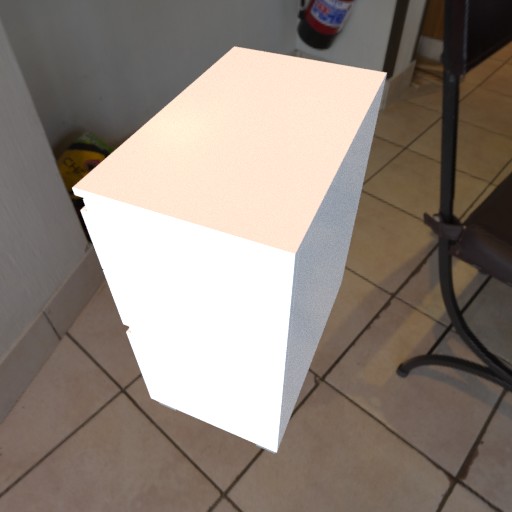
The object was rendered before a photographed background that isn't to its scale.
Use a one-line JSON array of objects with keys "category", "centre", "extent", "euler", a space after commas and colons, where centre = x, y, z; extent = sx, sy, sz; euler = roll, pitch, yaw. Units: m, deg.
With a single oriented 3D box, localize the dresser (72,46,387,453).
[{"category": "dresser", "centre": [0.000, 0.000, 1.191], "extent": [0.400, 0.800, 0.650], "euler": [17, 49, 16]}]
